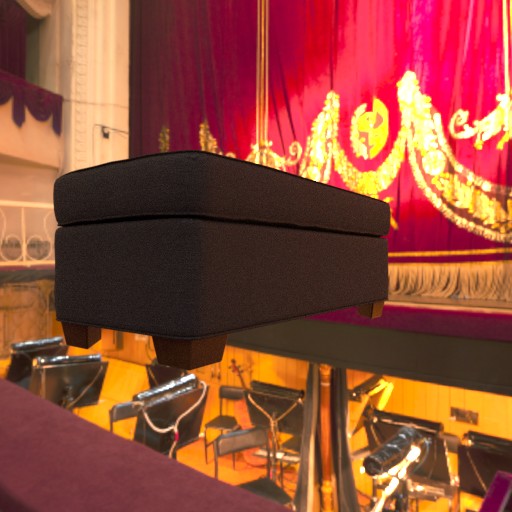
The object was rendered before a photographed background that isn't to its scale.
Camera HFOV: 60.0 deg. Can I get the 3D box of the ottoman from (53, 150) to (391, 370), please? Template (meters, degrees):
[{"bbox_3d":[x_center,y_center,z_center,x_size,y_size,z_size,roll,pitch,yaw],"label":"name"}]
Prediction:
[{"bbox_3d":[0.000,0.000,1.417,0.515,0.460,1.110,0,0,36],"label":"ottoman"}]
